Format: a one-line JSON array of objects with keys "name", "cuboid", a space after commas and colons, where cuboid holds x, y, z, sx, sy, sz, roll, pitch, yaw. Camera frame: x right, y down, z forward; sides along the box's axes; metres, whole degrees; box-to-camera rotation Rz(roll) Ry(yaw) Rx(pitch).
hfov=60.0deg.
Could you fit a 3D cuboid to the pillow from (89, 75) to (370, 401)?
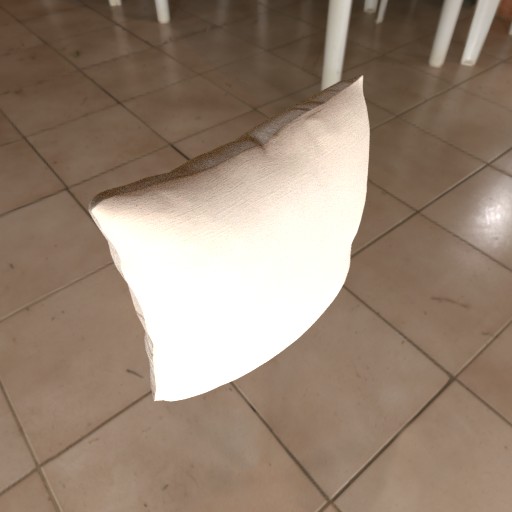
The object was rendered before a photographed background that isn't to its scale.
[{"name": "pillow", "cuboid": [0.000, 0.000, 0.703, 0.450, 0.448, 0.245, -32, 55, -26]}]
